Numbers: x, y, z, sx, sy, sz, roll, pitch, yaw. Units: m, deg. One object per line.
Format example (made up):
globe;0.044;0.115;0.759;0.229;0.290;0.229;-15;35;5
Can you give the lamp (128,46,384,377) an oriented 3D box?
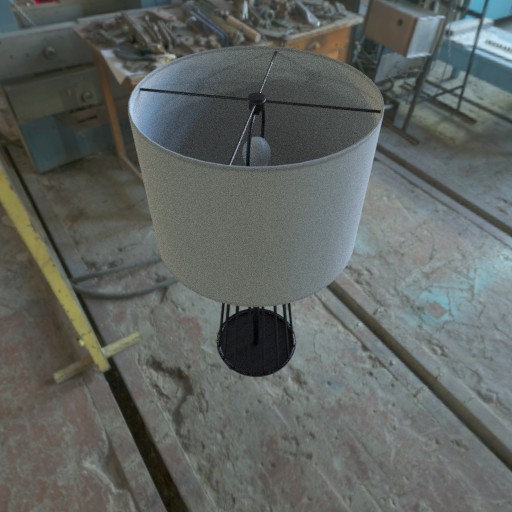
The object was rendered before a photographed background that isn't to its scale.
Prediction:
lamp;0.000;0.000;0.779;0.322;0.593;0.322;8;47;8
